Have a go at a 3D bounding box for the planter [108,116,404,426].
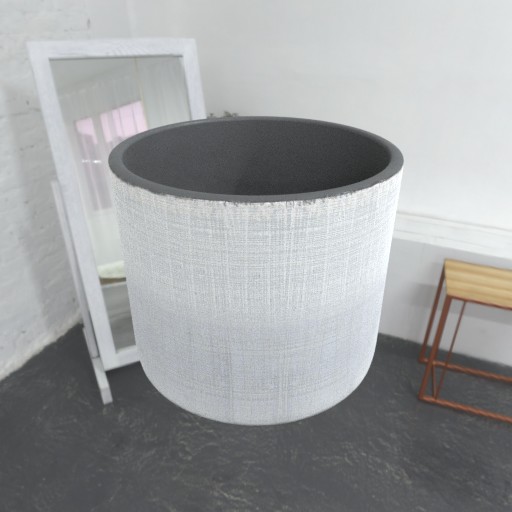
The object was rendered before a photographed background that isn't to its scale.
[{"bbox_3d":[0.000,0.000,0.441,0.254,0.221,0.254,0,29,0],"label":"planter"}]
